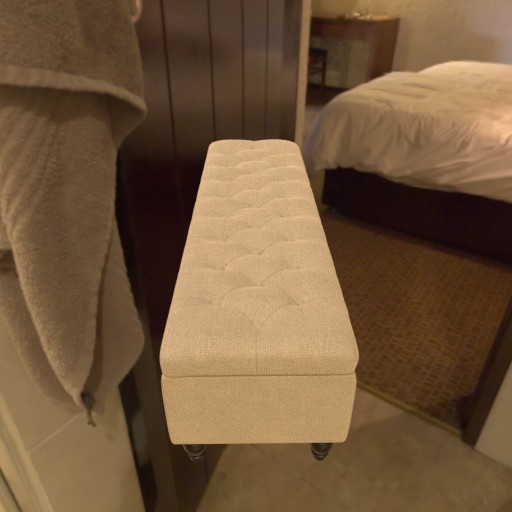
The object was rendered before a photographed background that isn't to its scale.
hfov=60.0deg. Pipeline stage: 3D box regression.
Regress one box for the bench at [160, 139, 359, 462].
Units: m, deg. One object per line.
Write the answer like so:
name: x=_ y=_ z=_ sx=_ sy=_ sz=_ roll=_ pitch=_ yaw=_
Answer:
bench: x=0.000 y=0.000 z=1.690 sx=0.455 sy=0.467 sz=1.480 roll=0 pitch=32 yaw=-1
